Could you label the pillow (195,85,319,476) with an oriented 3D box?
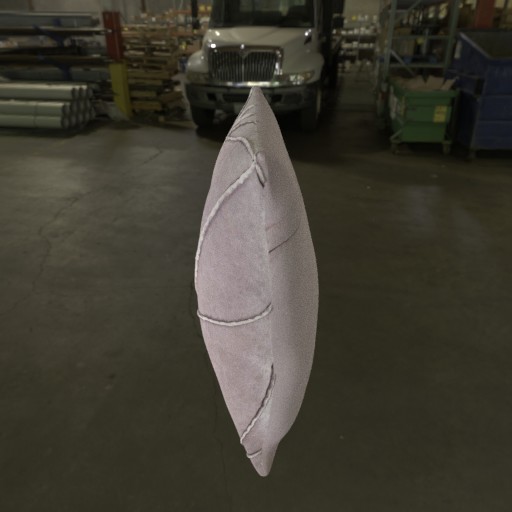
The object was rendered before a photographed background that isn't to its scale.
[{"bbox_3d":[0.000,0.000,0.673,0.185,0.440,0.439,0,28,0],"label":"pillow"}]
